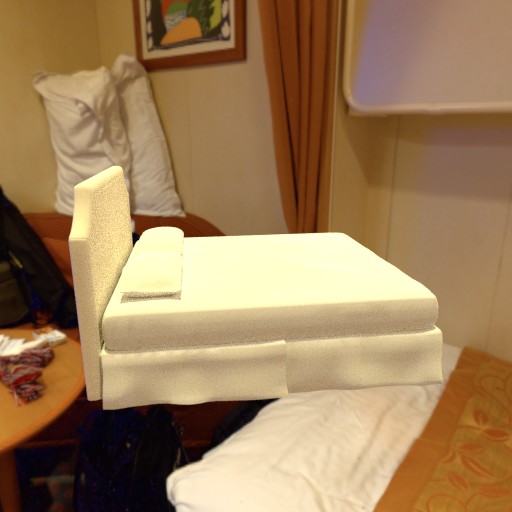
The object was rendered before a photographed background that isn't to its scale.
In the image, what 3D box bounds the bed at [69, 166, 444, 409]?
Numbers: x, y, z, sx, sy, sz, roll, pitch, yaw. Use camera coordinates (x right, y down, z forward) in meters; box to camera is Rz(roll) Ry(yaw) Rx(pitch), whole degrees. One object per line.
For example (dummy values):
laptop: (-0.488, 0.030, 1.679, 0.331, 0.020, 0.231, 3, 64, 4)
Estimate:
bed: (0.000, 0.000, 4.218, 2.773, 1.590, 2.350, -2, 16, -8)
